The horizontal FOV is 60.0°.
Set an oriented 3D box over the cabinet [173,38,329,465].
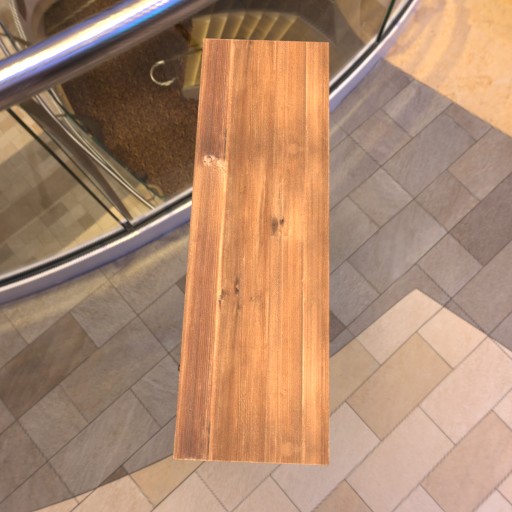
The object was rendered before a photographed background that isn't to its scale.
[{"bbox_3d":[0.000,0.000,1.818,0.472,0.800,1.400,2,77,0],"label":"cabinet"}]
